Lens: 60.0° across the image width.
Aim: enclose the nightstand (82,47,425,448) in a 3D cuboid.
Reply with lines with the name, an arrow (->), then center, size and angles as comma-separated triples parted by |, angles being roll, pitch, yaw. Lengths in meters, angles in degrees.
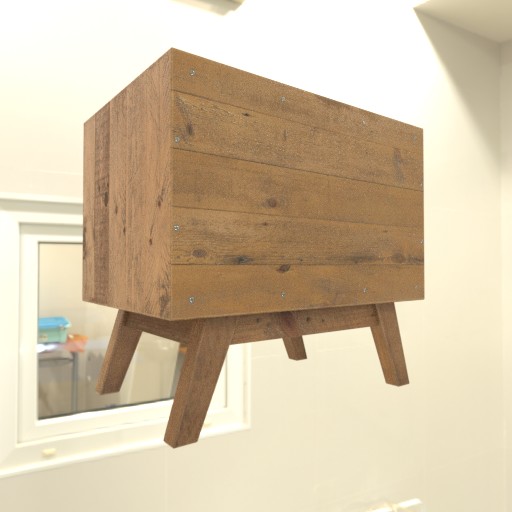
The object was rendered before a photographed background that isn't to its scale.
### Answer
nightstand -> 0.000, 0.000, 1.017 | 0.650, 0.599, 0.450 | 1, -1, -37
